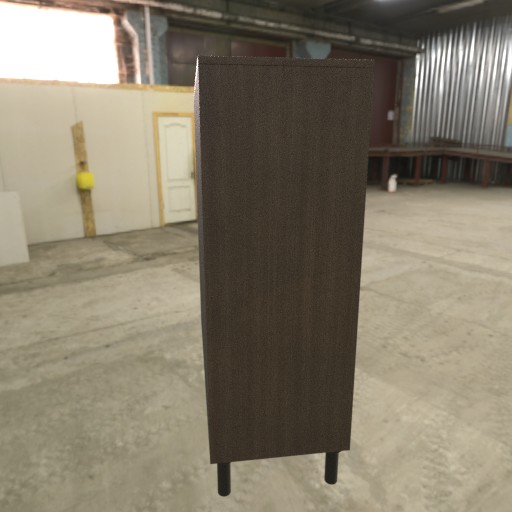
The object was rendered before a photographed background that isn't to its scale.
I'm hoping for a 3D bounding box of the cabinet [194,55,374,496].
[{"bbox_3d":[0.000,0.000,1.614,0.400,1.170,1.010,-2,15,-8],"label":"cabinet"}]
